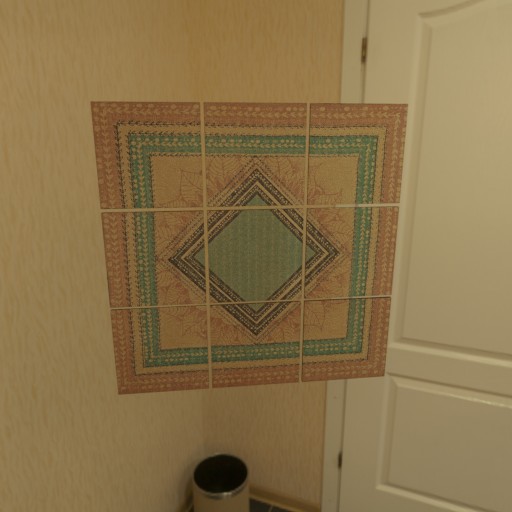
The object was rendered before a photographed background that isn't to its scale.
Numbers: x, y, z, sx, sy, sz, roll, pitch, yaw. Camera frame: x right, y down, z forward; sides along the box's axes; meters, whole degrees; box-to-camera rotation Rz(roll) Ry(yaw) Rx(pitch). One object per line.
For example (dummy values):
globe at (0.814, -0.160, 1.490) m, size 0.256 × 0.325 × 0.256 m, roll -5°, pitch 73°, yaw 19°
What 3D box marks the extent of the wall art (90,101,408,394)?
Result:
wall art at (0.000, 0.000, 1.853) m, size 1.215 × 1.213 × 0.013 m, roll -2°, pitch 16°, yaw -7°
